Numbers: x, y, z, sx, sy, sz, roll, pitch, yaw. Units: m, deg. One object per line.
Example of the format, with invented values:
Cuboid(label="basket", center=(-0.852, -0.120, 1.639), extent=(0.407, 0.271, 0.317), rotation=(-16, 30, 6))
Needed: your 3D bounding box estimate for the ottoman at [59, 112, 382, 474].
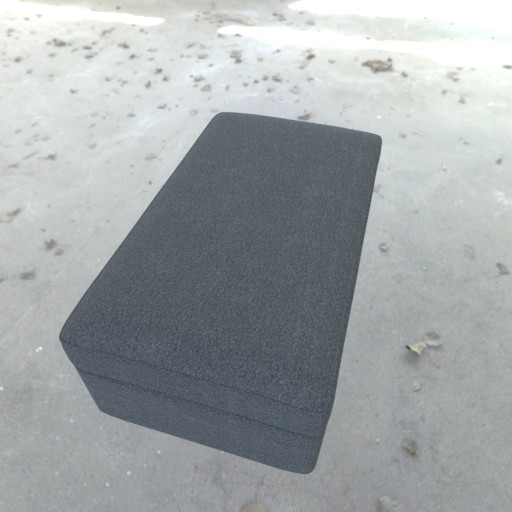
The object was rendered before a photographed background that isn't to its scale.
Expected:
Cuboid(label="ottoman", center=(0.000, 0.000, 1.519), extent=(0.681, 0.494, 1.173), rotation=(12, 47, 11))
